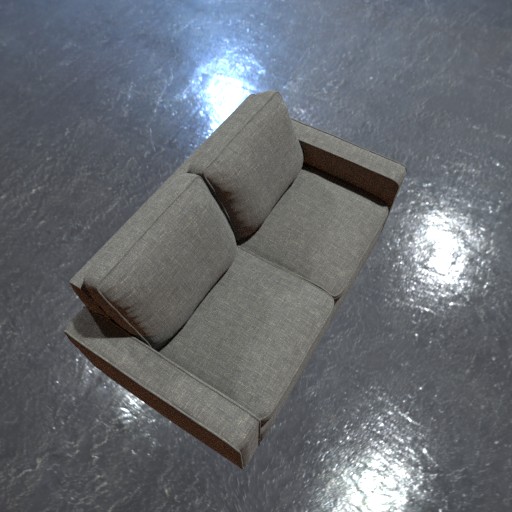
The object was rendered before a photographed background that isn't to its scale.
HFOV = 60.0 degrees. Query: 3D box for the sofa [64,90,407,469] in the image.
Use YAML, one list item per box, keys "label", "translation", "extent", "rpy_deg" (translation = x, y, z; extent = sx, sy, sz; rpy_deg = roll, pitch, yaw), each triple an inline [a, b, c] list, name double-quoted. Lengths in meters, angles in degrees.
- label: "sofa"
  translation: [0.000, 0.000, 2.275]
  extent: [0.947, 0.918, 1.709]
  rpy_deg: [28, 62, 16]
